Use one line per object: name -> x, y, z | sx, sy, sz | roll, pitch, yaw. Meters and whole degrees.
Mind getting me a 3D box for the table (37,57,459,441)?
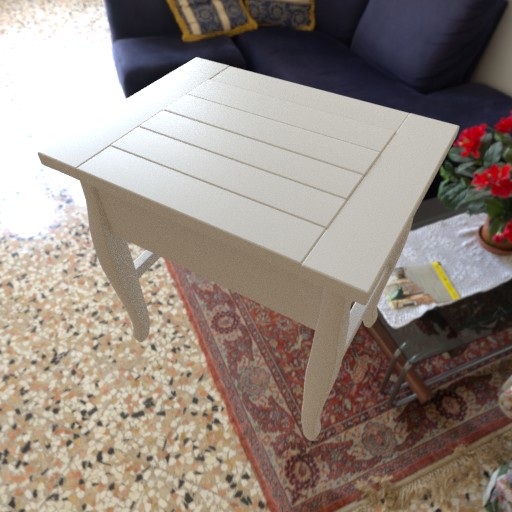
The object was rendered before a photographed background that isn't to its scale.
table -> 0.000, 0.000, 1.002 | 0.599, 0.605, 0.463 | 23, 51, 21
